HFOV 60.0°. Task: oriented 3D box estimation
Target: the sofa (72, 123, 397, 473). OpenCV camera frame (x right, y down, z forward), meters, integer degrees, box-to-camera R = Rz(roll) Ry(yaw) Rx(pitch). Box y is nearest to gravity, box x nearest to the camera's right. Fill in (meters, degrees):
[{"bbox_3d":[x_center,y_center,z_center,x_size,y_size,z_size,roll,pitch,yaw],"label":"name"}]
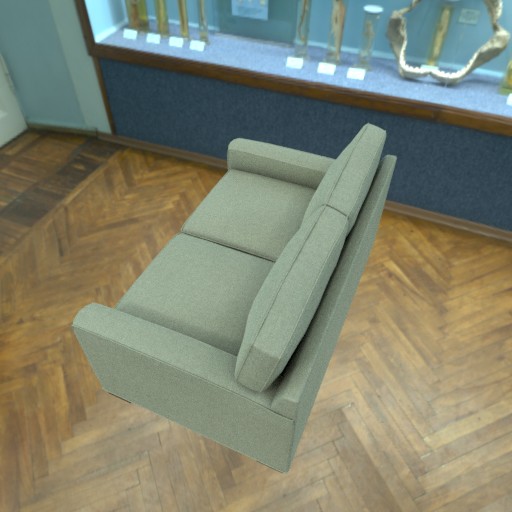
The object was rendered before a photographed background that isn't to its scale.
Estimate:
[{"bbox_3d":[0.000,0.000,2.127,0.940,0.853,1.484,18,49,16],"label":"sofa"}]
